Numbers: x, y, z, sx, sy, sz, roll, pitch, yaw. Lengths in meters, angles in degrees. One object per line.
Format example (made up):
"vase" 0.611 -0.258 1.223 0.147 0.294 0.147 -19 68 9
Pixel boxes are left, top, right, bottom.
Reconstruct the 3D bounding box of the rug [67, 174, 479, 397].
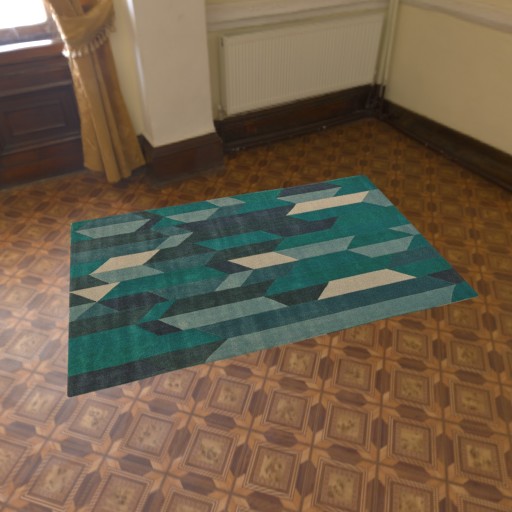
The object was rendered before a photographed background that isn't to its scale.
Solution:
"rug" 0.000 0.000 3.019 2.420 0.005 1.528 -11 42 -13
